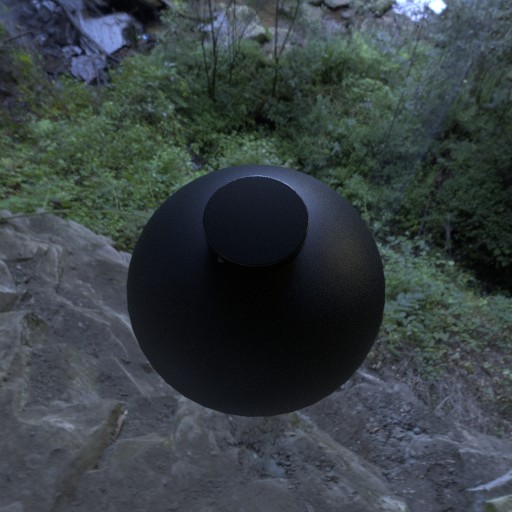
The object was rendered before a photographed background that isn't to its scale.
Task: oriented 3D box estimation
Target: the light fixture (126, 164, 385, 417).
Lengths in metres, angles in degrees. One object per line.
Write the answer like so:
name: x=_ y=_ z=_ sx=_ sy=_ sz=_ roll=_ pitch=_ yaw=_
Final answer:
light fixture: x=0.000 y=0.000 z=0.547 sx=0.355 sy=0.177 sz=0.355 roll=0 pitch=63 yaw=0
